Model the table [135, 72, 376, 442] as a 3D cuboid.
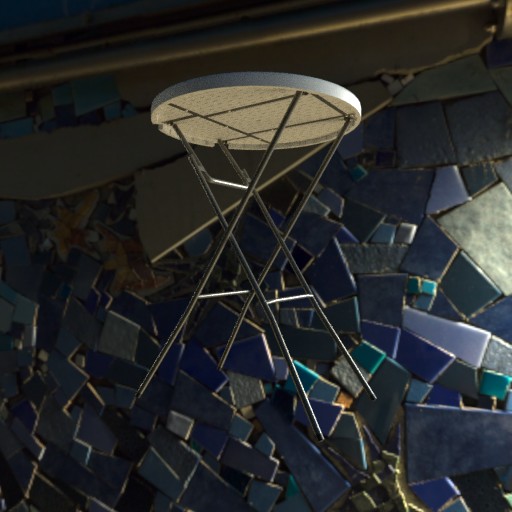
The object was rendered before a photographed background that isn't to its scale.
[{"bbox_3d":[0.000,0.000,1.719,0.795,1.105,0.792,0,0,34],"label":"table"}]
